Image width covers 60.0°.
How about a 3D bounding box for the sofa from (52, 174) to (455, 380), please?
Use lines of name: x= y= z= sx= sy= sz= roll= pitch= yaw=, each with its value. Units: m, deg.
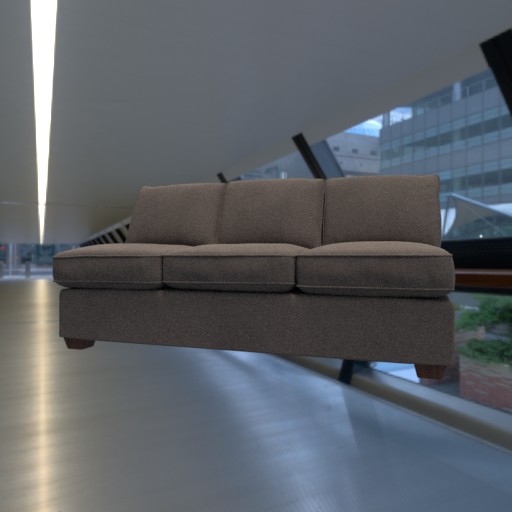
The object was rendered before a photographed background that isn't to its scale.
sofa: x=0.000 y=0.000 z=2.470 sx=1.962 sy=0.973 sz=1.027 roll=0 pitch=0 yaw=19
